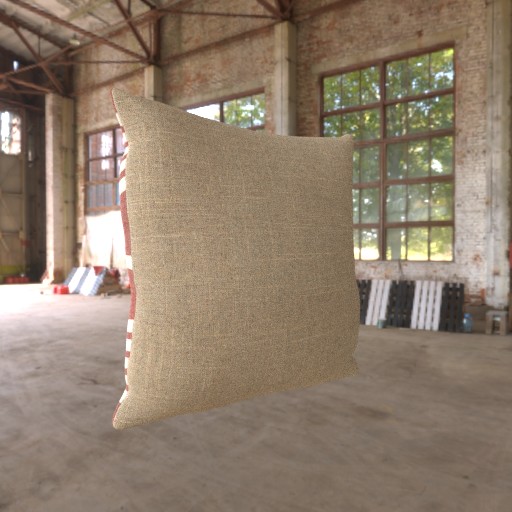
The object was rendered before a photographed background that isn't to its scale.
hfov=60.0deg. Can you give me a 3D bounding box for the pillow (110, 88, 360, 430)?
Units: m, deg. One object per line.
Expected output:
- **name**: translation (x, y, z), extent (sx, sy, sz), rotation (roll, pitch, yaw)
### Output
- **pillow**: translation (0.000, 0.000, 0.669), extent (0.439, 0.427, 0.182), rotation (-1, 1, -36)
